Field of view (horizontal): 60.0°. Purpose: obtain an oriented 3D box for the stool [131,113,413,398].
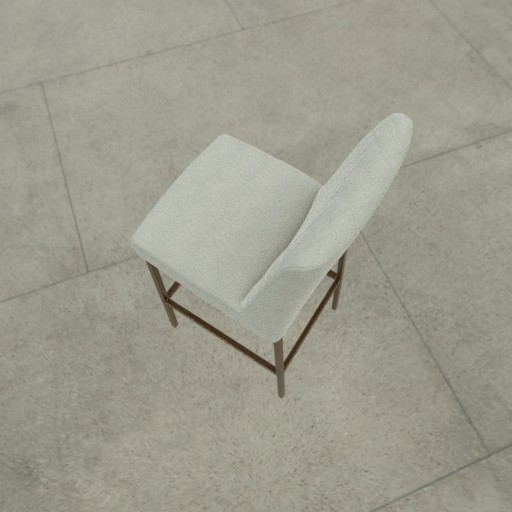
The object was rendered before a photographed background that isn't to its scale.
[{"bbox_3d":[0.000,0.000,1.336,0.546,1.084,0.462,30,67,14],"label":"stool"}]
